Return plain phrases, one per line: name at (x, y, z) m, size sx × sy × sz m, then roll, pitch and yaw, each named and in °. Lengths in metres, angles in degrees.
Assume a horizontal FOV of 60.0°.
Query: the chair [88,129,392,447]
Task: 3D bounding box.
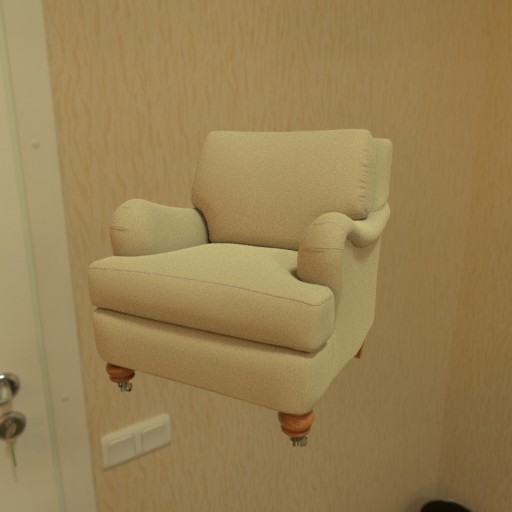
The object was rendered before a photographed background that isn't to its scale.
chair at (0.000, 0.000, 1.872) m, size 0.955 × 1.038 × 1.070 m, roll 7°, pitch 16°, yaw 26°
